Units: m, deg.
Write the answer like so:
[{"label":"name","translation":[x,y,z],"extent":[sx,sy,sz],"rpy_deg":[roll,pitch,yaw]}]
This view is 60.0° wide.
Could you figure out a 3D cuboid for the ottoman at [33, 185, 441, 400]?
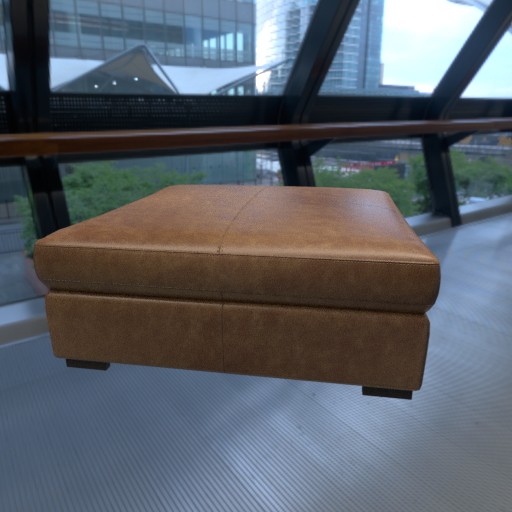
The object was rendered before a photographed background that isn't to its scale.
[{"label":"ottoman","translation":[0.000,0.000,1.814],"extent":[1.168,0.483,1.169],"rpy_deg":[3,17,9]}]
